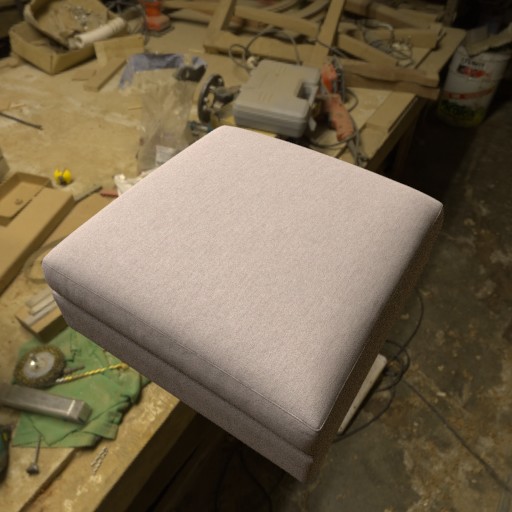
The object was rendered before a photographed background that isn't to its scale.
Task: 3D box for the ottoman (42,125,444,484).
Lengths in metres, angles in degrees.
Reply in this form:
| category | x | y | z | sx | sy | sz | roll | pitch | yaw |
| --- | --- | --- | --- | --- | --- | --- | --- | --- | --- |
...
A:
| category | x | y | z | sx | sy | sz | roll | pitch | yaw |
| --- | --- | --- | --- | --- | --- | --- | --- | --- | --- |
| ottoman | 0.000 | 0.000 | 1.595 | 1.041 | 0.470 | 1.041 | 25 | 51 | 22 |
